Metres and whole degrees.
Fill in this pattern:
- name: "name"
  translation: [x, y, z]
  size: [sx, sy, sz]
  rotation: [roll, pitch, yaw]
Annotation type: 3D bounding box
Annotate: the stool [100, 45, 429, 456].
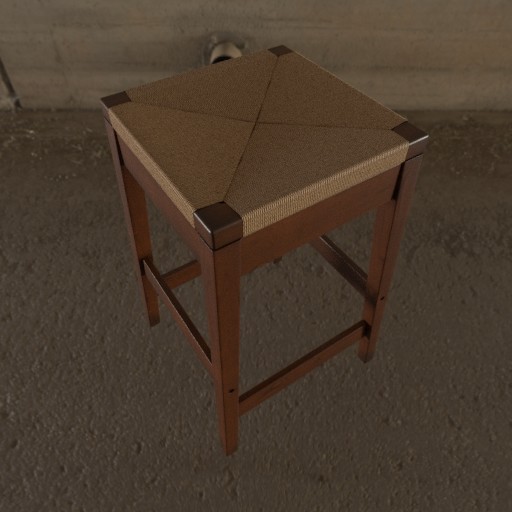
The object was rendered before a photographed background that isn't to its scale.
- name: "stool"
  translation: [0.000, 0.000, 1.074]
  size: [0.507, 0.762, 0.497]
  rotation: [-26, 53, -21]
